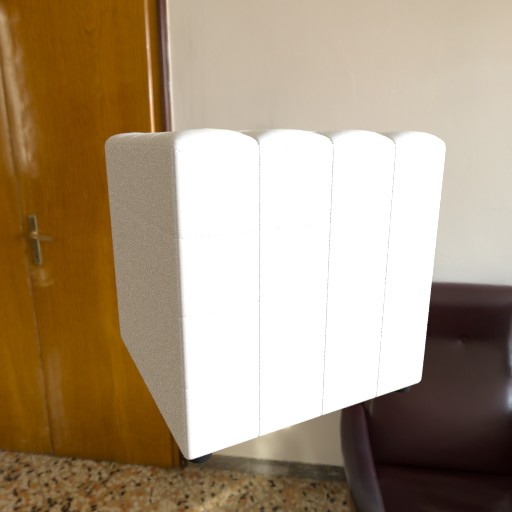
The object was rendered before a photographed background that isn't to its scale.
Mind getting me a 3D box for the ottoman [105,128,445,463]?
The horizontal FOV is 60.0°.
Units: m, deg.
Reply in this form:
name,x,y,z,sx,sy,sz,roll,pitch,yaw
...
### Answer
name,x,y,z,sx,sy,sz,roll,pitch,yaw
ottoman,0.000,0.000,0.796,0.425,0.432,0.425,-8,16,-27
